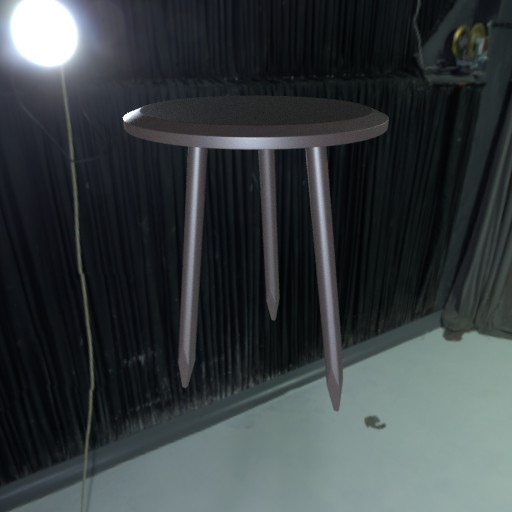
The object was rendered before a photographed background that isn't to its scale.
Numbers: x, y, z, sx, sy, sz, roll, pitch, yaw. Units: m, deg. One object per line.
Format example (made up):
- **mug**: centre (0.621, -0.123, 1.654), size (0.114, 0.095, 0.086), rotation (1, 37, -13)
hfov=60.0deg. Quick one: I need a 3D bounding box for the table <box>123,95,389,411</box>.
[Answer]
- **table**: centre (0.000, 0.000, 0.912), size (0.457, 0.585, 0.457), rotation (0, 25, 0)
